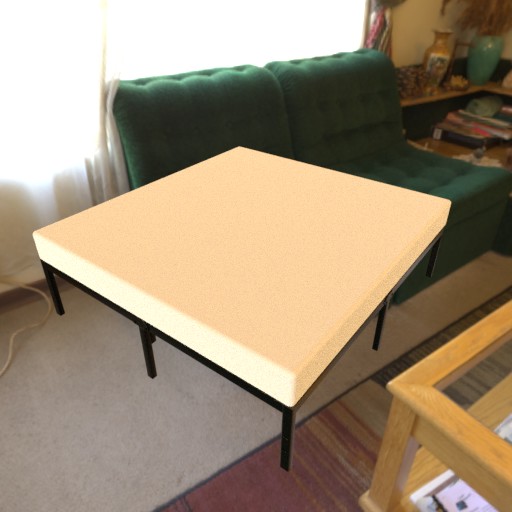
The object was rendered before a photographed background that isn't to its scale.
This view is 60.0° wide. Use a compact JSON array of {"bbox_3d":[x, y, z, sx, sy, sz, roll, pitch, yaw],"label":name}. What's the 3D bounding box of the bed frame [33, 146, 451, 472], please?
[{"bbox_3d":[0.000,0.000,3.133,1.963,0.659,2.079,22,39,31],"label":"bed frame"}]
